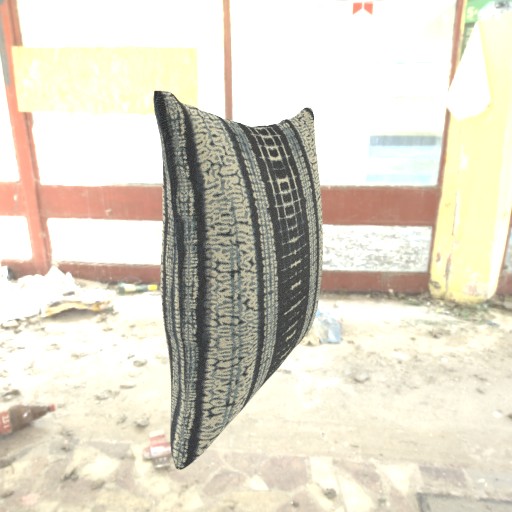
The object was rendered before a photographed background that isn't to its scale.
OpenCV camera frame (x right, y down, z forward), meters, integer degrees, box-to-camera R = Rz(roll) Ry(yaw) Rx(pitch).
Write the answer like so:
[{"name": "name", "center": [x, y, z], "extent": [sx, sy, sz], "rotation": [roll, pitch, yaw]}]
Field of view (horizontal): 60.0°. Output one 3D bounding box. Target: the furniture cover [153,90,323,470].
[{"name": "furniture cover", "center": [0.000, 0.000, 0.656], "extent": [0.133, 0.435, 0.425], "rotation": [8, 18, 25]}]
